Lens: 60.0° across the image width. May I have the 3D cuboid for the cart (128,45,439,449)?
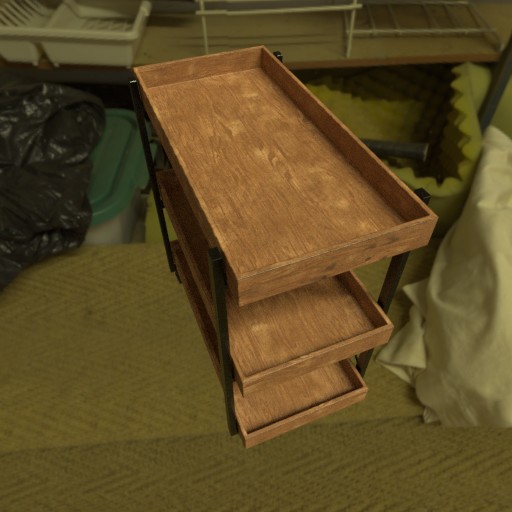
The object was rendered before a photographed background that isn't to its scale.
[{"bbox_3d":[0.000,0.000,1.223,0.411,0.800,0.750,-17,50,-15],"label":"cart"}]
